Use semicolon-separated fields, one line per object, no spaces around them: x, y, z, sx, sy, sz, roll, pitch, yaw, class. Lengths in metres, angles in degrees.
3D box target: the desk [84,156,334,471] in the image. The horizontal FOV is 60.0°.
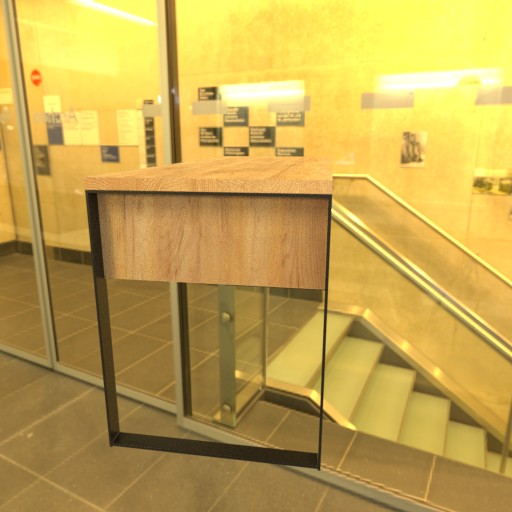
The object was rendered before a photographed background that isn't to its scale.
0.000;0.000;1.847;0.600;0.760;1.520;2;15;9;desk
